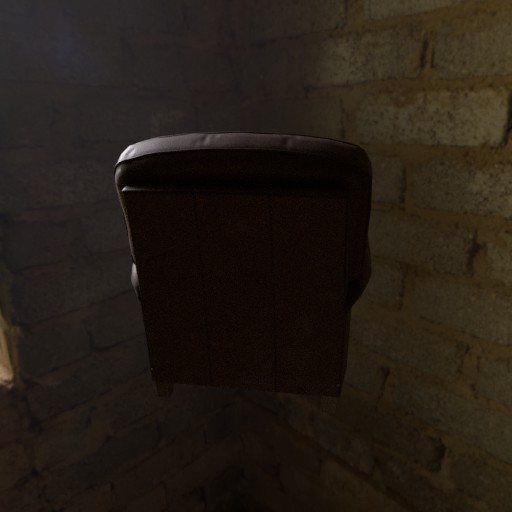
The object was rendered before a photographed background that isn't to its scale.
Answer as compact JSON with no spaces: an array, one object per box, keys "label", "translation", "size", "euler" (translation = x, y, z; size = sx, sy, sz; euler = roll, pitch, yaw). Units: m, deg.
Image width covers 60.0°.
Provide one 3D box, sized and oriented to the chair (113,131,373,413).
[{"label":"chair","translation":[0.000,0.000,1.853],"size":[0.936,1.018,0.986],"euler":[3,17,8]}]
